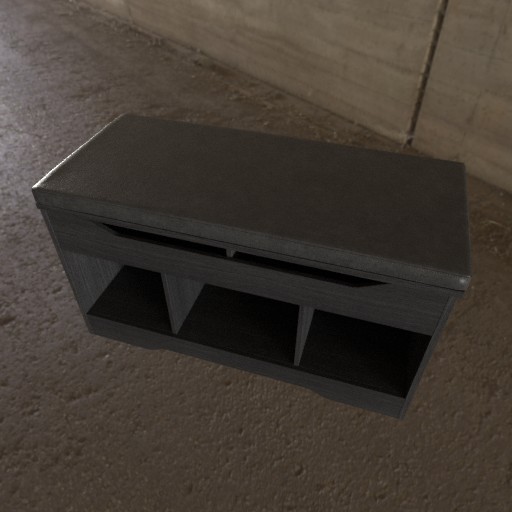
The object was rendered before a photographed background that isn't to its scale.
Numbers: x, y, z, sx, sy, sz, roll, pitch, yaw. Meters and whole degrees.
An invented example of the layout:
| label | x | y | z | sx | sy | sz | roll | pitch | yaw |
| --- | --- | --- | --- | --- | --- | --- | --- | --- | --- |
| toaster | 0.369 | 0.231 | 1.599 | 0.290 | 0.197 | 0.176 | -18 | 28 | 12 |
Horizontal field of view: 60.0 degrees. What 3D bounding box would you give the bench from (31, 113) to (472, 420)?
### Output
| label | x | y | z | sx | sy | sz | roll | pitch | yaw |
| --- | --- | --- | --- | --- | --- | --- | --- | --- | --- |
| bench | 0.000 | 0.000 | 1.161 | 0.905 | 0.501 | 0.401 | 12 | 43 | 13 |
